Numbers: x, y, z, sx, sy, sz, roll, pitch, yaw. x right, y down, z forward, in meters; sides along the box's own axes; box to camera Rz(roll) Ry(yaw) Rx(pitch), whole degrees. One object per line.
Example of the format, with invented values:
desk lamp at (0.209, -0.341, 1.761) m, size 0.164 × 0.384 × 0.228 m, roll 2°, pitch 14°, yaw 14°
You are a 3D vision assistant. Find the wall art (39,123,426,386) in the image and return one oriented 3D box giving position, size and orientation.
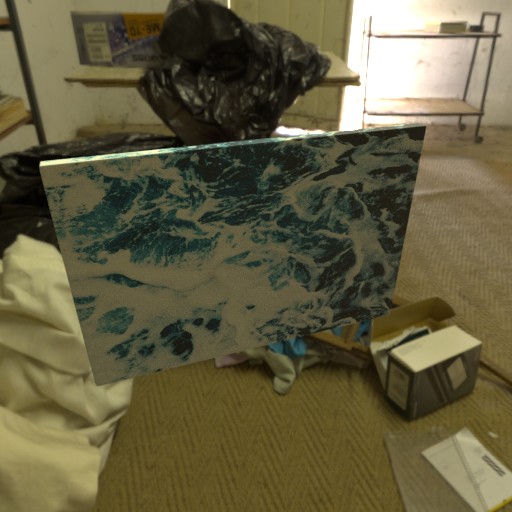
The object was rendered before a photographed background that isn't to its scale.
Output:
wall art at (0.000, 0.000, 1.946) m, size 1.524 × 1.017 × 0.055 m, roll -10°, pitch 32°, yaw -17°
